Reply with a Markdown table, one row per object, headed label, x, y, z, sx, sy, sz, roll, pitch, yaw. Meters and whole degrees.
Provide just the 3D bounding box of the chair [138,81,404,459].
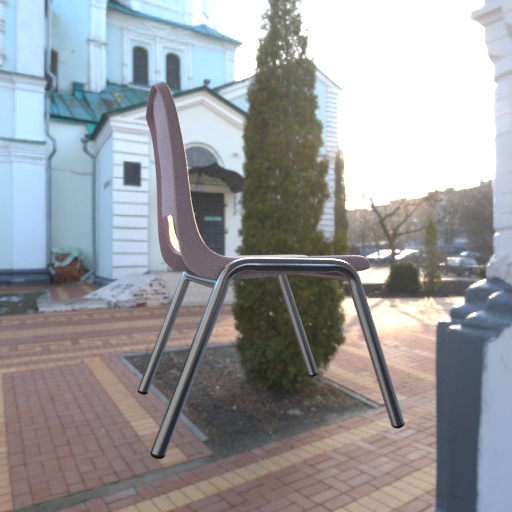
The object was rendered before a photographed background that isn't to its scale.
| label | x | y | z | sx | sy | sz | roll | pitch | yaw |
| --- | --- | --- | --- | --- | --- | --- | --- | --- | --- |
| chair | 0.000 | 0.000 | 0.852 | 0.423 | 0.586 | 0.354 | 0 | 0 | -18 |
